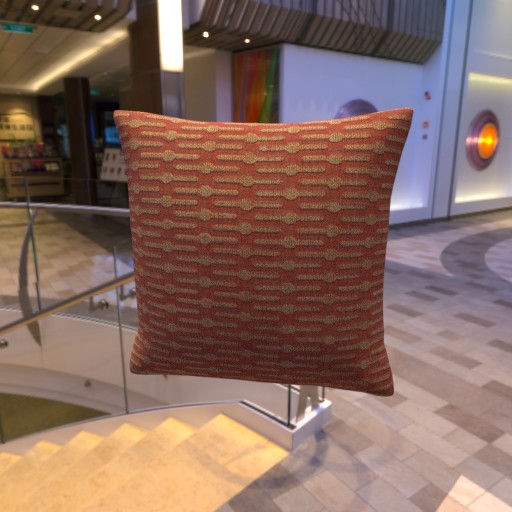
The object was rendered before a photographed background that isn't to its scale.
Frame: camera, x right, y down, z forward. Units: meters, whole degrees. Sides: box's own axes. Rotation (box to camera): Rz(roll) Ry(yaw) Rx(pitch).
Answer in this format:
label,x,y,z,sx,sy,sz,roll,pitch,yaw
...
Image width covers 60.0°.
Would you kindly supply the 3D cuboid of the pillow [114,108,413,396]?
label,x,y,z,sx,sy,sz,roll,pitch,yaw
pillow,0.000,0.000,0.794,0.511,0.503,0.182,2,14,9
